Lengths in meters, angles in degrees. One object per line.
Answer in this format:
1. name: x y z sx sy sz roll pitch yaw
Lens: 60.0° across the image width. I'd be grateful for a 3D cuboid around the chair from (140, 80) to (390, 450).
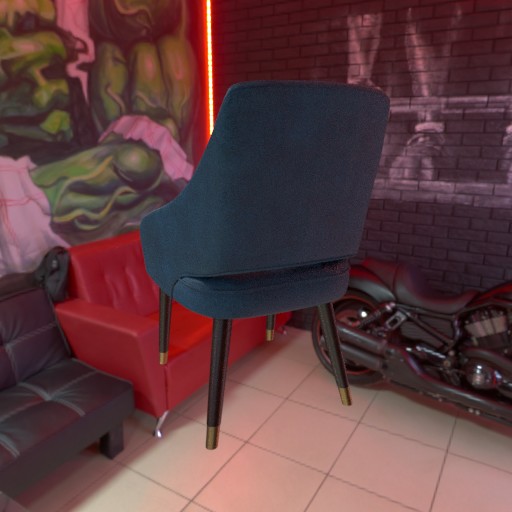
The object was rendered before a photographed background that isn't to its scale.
1. chair: 0.000 0.000 1.571 0.683 1.081 0.794 -7 17 -25
